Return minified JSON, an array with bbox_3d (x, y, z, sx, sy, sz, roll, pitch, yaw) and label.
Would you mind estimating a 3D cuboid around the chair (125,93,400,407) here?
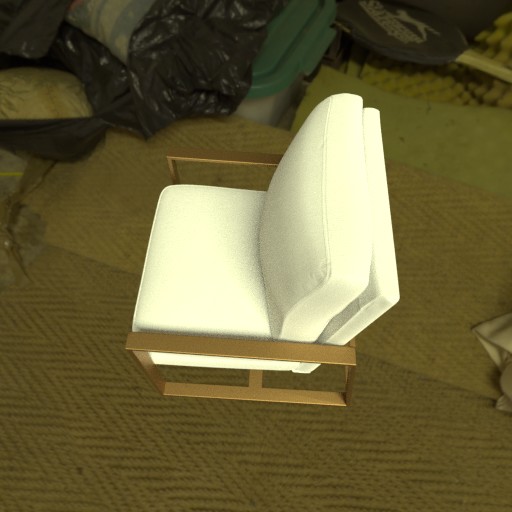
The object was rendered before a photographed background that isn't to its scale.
[{"bbox_3d":[0.000,0.000,1.582,0.813,0.966,0.805,3,60,2],"label":"chair"}]
